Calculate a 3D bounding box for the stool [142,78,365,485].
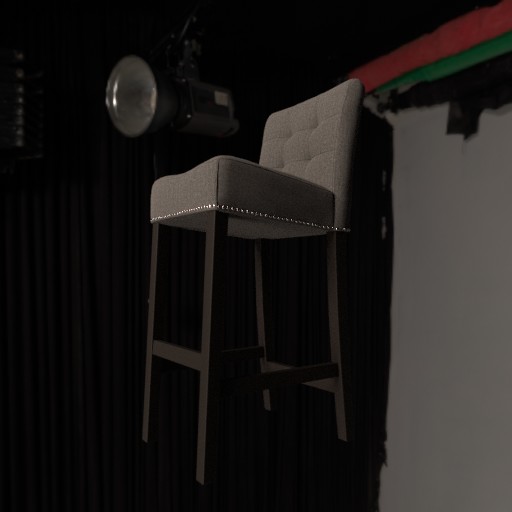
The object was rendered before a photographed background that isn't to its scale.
[{"bbox_3d":[0.000,0.000,1.302,0.548,1.047,0.411,1,-2,-37],"label":"stool"}]
